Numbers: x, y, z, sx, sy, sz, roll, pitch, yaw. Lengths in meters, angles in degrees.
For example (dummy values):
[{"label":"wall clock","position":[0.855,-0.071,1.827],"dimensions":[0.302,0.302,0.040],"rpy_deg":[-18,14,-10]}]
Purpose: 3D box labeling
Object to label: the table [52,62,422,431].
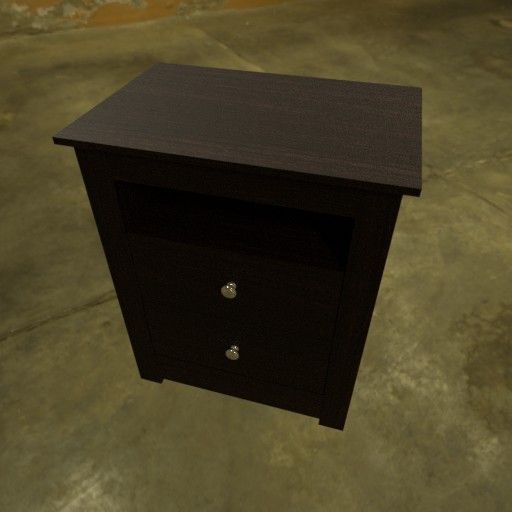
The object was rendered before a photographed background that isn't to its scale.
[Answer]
[{"label":"table","position":[0.000,0.000,1.051],"dimensions":[0.591,0.711,0.406],"rpy_deg":[11,42,12]}]
